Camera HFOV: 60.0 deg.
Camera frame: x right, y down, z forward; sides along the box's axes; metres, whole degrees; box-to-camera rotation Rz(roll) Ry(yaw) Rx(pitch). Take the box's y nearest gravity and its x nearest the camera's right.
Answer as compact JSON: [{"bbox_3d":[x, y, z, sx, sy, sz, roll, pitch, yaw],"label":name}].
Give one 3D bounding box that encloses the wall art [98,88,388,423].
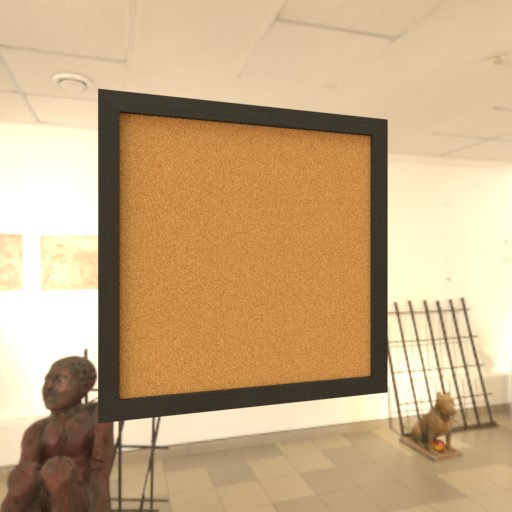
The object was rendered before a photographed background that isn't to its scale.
[{"bbox_3d":[0.000,0.000,1.514,1.016,1.016,0.038,0,0,-17],"label":"wall art"}]
